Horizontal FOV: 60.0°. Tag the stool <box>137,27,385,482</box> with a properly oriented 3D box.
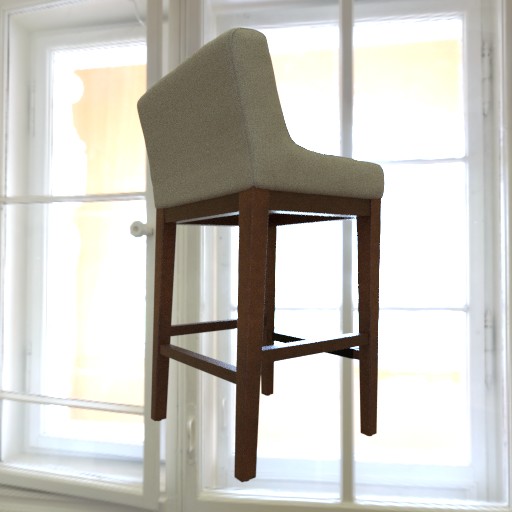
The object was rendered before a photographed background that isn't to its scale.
[{"bbox_3d":[0.000,0.000,1.208,0.500,0.937,0.511,0,-1,-37],"label":"stool"}]
